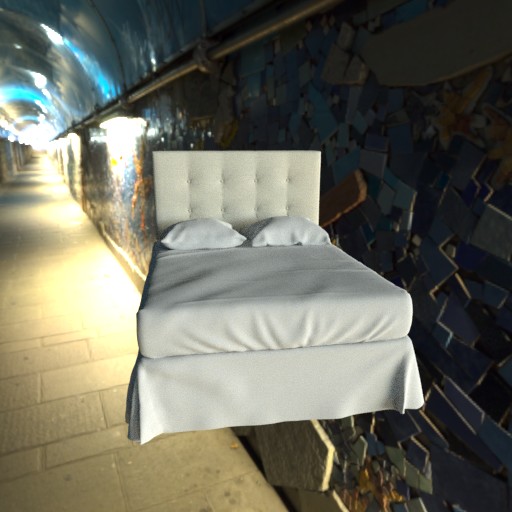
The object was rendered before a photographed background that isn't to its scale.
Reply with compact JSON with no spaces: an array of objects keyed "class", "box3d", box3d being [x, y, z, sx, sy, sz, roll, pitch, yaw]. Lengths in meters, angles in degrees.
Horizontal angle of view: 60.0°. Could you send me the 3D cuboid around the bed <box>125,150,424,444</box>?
[{"class":"bed","box3d":[0.000,0.000,3.474,1.936,1.577,2.222,-2,14,-9]}]
